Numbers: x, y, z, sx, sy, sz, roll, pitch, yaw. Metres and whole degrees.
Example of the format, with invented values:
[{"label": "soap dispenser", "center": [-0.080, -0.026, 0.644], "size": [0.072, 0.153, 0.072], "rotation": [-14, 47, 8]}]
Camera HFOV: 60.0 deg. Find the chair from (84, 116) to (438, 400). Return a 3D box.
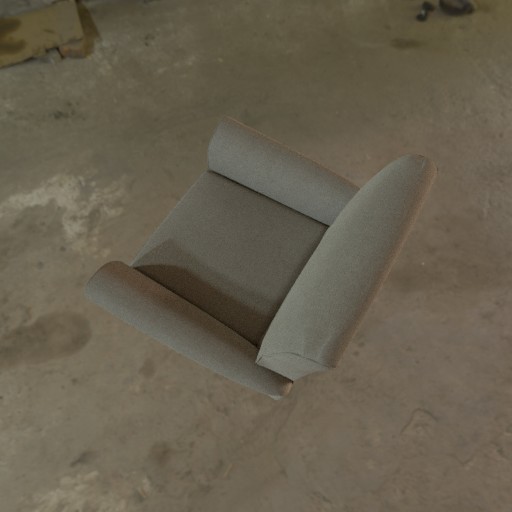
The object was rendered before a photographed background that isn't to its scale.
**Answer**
[{"label": "chair", "center": [0.000, 0.000, 1.751], "size": [0.905, 1.061, 0.978], "rotation": [29, 68, 13]}]
